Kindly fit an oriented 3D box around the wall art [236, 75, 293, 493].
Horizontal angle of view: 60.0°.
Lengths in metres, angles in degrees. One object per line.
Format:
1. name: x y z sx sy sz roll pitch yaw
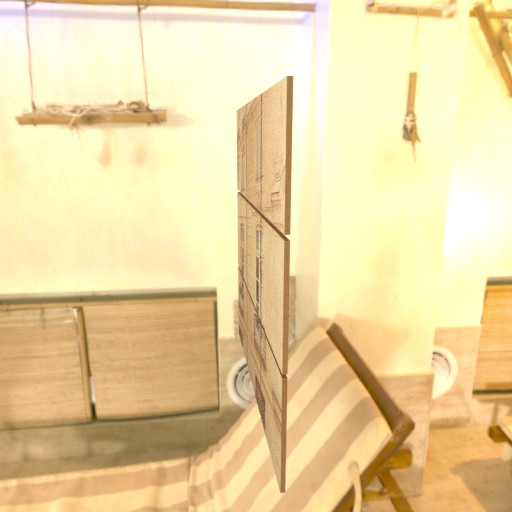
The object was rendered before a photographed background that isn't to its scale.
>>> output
1. wall art: 0.000 0.000 1.363 0.018 0.913 0.915 -2 14 -8
